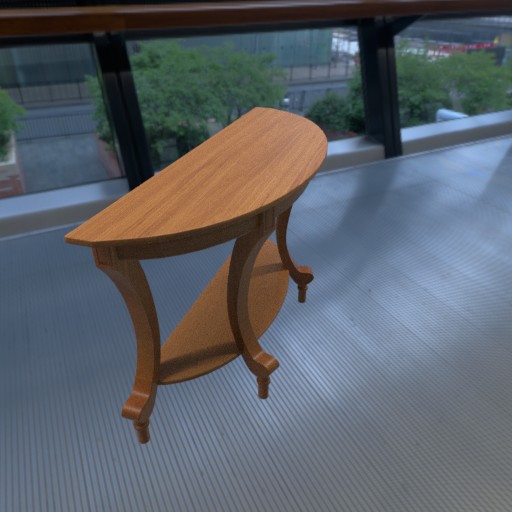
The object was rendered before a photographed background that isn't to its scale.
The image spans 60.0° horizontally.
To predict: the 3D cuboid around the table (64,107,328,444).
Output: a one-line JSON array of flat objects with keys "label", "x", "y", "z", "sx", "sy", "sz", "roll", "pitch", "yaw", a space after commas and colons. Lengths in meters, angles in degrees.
[{"label": "table", "x": 0.000, "y": 0.000, "z": 1.478, "sx": 0.394, "sy": 0.692, "sz": 1.198, "roll": 10, "pitch": 32, "yaw": 16}]
